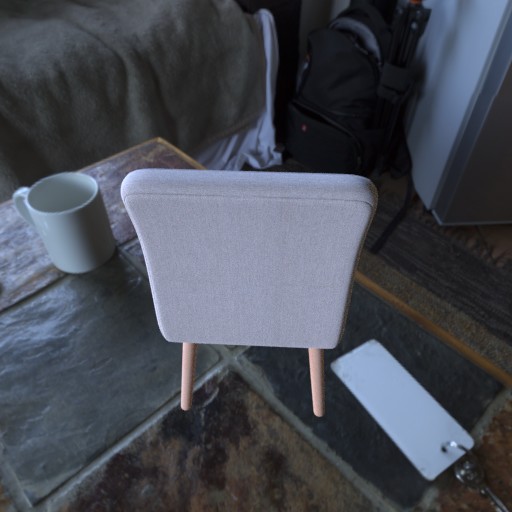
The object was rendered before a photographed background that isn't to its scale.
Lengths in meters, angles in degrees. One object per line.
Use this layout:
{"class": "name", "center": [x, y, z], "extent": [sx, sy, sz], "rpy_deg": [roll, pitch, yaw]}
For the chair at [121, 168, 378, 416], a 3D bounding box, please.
{"class": "chair", "center": [0.000, 0.000, 1.165], "extent": [0.435, 0.885, 0.550], "rpy_deg": [2, 47, 2]}
